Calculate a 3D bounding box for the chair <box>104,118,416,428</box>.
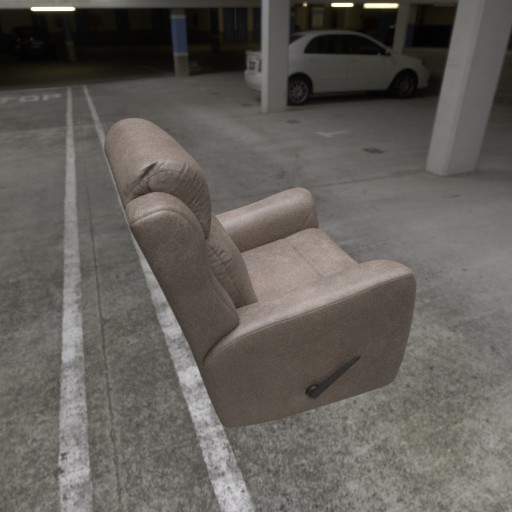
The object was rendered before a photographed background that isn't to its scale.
[{"bbox_3d":[0.000,0.000,1.913,1.068,1.116,0.967,-11,32,-18],"label":"chair"}]
